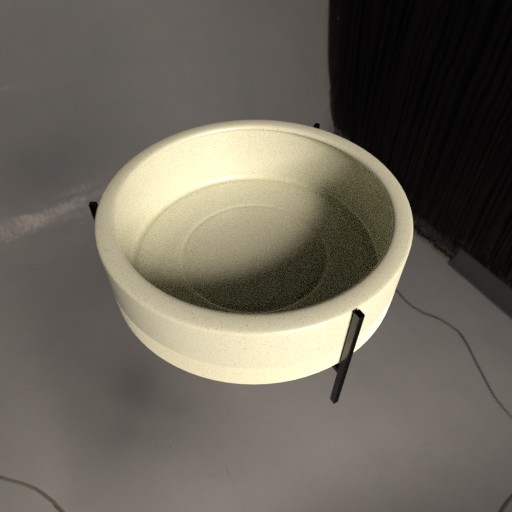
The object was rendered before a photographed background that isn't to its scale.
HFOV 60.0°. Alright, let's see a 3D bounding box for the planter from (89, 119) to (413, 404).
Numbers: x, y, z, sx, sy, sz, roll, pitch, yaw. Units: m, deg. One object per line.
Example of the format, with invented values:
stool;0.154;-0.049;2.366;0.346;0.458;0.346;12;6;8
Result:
planter;0.000;0.000;0.536;0.336;0.171;0.345;-24;52;-21
